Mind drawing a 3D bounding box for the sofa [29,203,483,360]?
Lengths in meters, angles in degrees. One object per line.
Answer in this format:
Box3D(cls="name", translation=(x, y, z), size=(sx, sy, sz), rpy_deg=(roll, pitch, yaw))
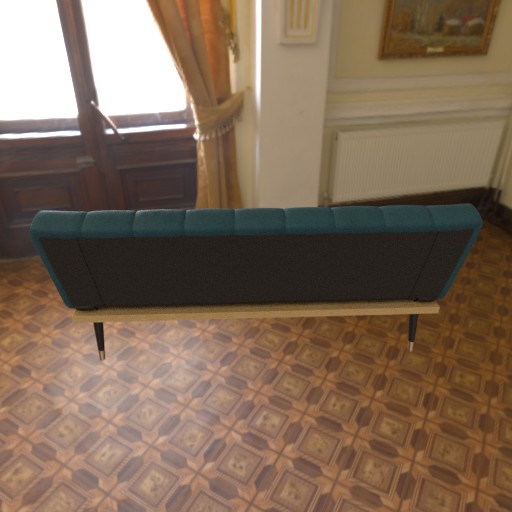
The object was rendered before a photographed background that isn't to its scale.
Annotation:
Box3D(cls="sofa", translation=(0.000, 0.000, 2.288), size=(1.810, 0.825, 0.830), rpy_deg=(-1, 30, -2))
